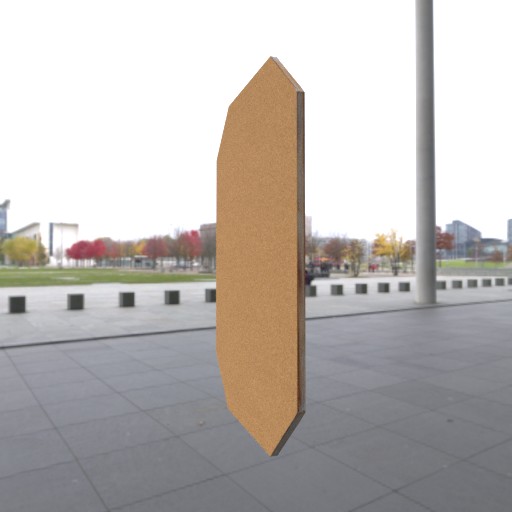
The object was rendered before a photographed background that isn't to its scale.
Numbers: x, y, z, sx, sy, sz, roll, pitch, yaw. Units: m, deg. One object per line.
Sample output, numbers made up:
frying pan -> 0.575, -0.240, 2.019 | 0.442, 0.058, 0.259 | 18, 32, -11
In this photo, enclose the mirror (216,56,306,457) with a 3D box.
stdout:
mirror -> 0.000, 0.000, 1.314 | 0.061, 1.015, 0.709 | 0, -1, -20
